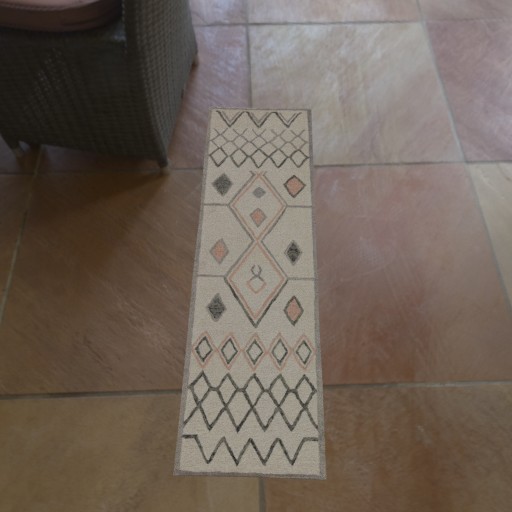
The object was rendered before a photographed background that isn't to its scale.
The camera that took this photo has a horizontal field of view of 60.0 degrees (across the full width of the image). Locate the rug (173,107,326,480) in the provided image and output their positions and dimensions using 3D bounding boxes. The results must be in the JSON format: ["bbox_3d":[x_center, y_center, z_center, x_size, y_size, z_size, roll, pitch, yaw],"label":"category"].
[{"bbox_3d":[0.000,0.000,2.714,0.750,0.011,2.435,1,63,1],"label":"rug"}]
